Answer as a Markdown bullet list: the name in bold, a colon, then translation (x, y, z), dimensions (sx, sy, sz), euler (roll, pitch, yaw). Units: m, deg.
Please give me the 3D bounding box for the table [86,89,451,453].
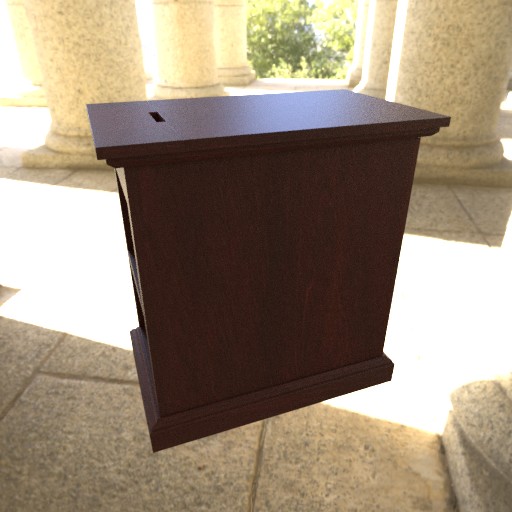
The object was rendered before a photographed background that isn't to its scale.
- **table**: translation (0.000, 0.000, 0.963), dimensions (0.584, 0.612, 0.356), euler (-10, 30, -18)
